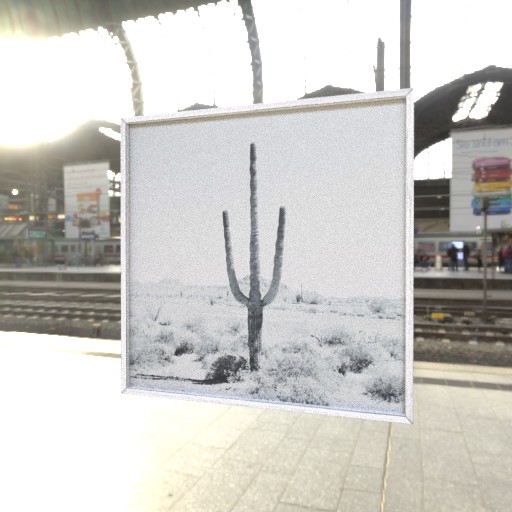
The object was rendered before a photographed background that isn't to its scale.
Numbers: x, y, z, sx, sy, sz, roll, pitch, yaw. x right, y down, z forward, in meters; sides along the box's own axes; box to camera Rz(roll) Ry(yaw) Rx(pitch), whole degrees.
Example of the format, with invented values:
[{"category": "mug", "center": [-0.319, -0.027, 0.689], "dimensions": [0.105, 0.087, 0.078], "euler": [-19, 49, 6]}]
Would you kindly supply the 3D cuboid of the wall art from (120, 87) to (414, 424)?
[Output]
[{"category": "wall art", "center": [0.000, 0.000, 0.760], "dimensions": [0.508, 0.508, 0.038], "euler": [0, 0, 17]}]
